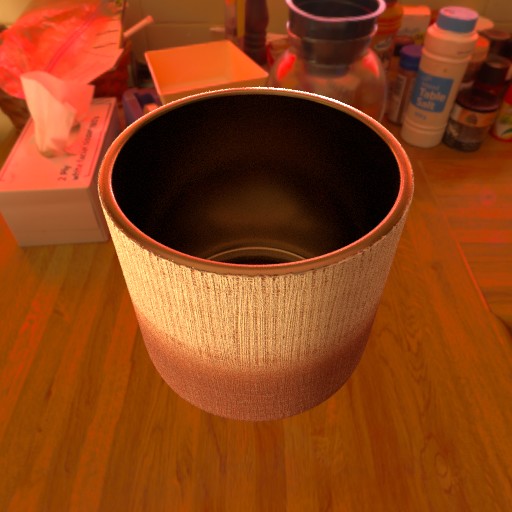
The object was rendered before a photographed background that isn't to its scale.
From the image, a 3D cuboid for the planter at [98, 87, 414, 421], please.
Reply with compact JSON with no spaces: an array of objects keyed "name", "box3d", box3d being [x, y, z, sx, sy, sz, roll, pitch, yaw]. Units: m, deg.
[{"name":"planter","box3d":[0.000,0.000,0.383,0.221,0.201,0.221,0,47,0]}]
